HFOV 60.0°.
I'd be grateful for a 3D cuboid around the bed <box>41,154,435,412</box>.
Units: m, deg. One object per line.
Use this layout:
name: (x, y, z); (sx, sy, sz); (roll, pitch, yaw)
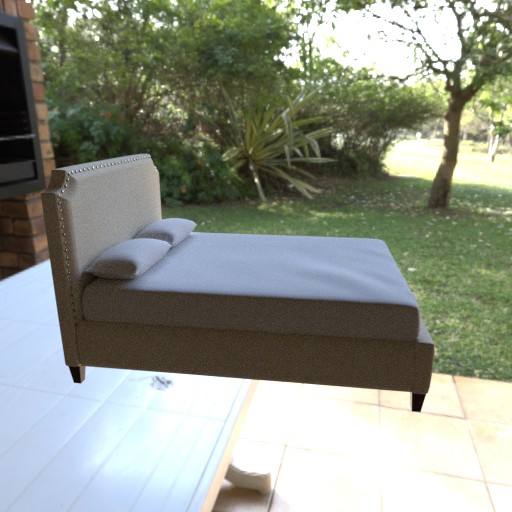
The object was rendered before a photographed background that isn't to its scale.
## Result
bed: (0.000, 0.000, 3.484); (2.381, 1.457, 1.713); (2, 17, 8)
